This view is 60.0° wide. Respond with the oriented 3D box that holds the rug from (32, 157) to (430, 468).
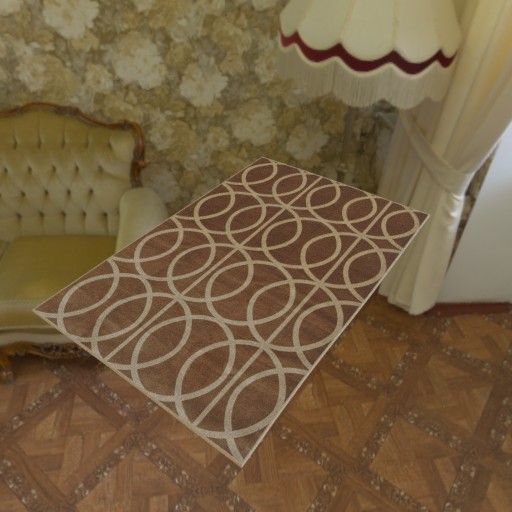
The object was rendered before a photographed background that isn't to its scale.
[{"bbox_3d":[0.000,0.000,2.903,1.528,0.014,2.294,25,46,27],"label":"rug"}]
